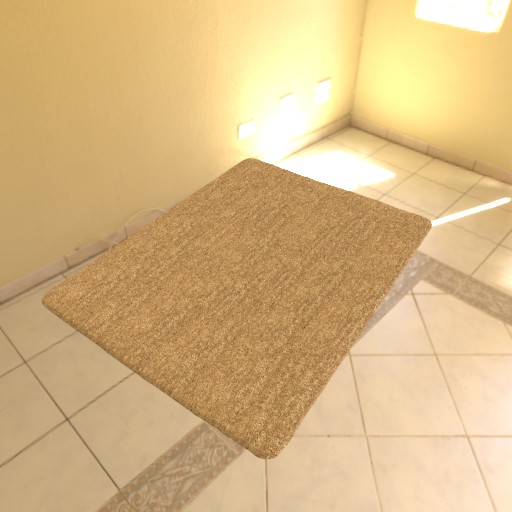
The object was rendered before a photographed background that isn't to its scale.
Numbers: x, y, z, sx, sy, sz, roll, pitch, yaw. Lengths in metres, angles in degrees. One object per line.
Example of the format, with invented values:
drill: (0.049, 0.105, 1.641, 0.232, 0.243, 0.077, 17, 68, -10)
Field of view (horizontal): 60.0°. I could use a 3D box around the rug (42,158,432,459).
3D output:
rug: (0.000, 0.000, 3.880, 2.242, 0.050, 2.873, 25, 47, 26)
